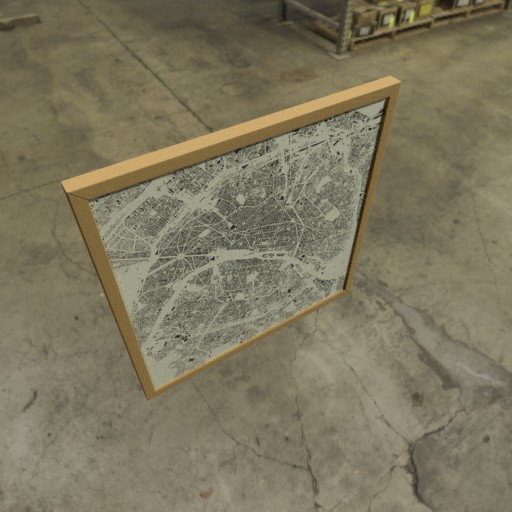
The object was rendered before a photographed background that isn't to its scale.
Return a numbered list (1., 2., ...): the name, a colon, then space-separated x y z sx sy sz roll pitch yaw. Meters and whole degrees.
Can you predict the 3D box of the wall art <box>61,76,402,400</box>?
1. wall art: 0.000 0.000 1.157 0.761 0.761 0.037 -24 51 -21
